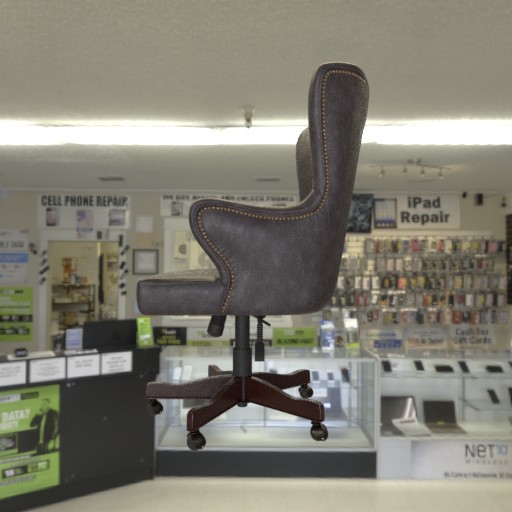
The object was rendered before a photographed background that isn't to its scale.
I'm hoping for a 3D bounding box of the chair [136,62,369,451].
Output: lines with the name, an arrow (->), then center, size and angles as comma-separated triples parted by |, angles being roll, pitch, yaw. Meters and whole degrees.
chair -> 0.000, 0.000, 1.445 | 0.717, 1.037, 0.594 | 0, -1, 2
